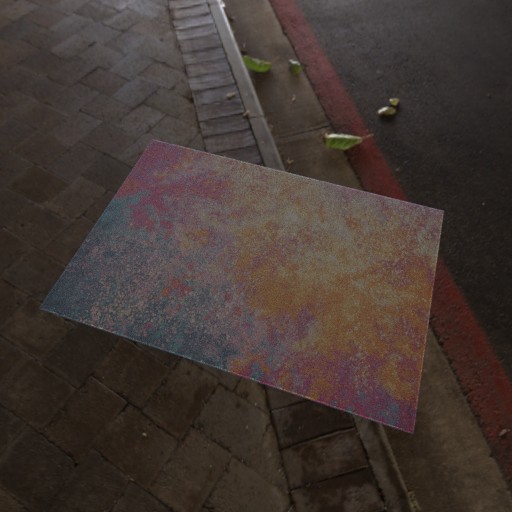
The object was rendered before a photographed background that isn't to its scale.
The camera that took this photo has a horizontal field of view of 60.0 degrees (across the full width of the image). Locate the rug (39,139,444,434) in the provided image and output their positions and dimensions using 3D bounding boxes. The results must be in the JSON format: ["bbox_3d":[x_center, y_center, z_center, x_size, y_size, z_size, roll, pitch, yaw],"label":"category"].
[{"bbox_3d":[0.000,0.000,3.713,2.896,0.013,2.007,16,58,10],"label":"rug"}]
